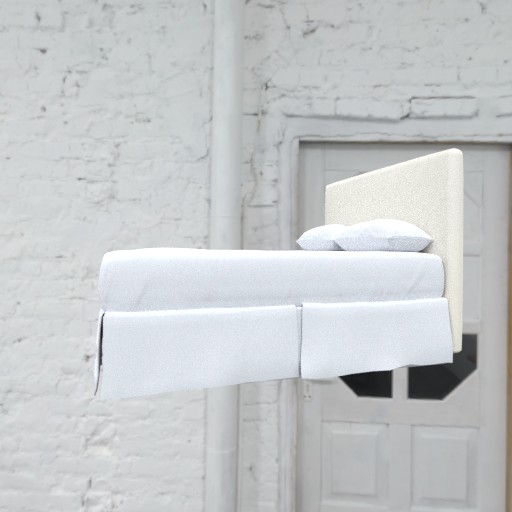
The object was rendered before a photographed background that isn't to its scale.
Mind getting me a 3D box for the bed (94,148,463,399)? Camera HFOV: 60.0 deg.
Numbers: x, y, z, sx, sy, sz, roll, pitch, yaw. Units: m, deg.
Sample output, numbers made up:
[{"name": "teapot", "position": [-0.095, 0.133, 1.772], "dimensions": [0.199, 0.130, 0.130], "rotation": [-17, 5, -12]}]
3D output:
[{"name": "bed", "position": [0.000, 0.000, 3.130], "dimensions": [2.142, 1.330, 1.713], "rotation": [0, 1, -18]}]
